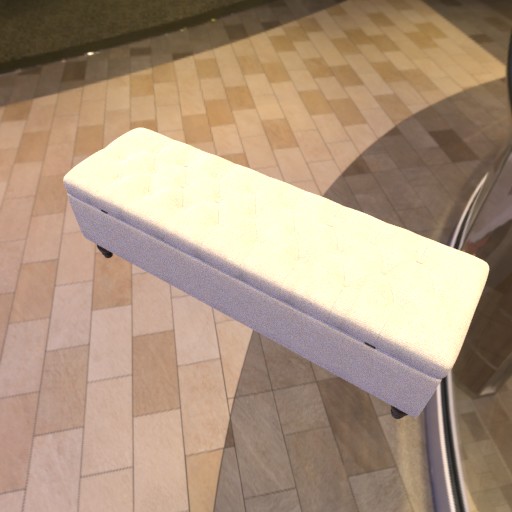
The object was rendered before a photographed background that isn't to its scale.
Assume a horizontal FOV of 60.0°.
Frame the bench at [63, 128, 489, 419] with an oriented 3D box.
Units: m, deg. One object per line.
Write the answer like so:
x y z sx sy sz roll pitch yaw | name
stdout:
0.000 0.000 1.676 1.480 0.467 0.455 25 52 21 | bench
